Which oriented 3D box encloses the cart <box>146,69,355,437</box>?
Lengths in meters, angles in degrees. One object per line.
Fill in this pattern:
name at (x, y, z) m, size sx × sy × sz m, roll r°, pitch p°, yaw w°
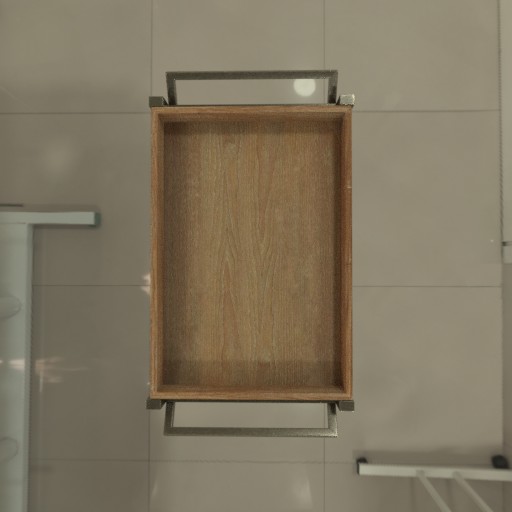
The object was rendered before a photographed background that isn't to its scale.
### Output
cart at (0.000, 0.000, 1.203) m, size 0.377 × 0.835 × 0.673 m, roll 0°, pitch 89°, yaw 1°
